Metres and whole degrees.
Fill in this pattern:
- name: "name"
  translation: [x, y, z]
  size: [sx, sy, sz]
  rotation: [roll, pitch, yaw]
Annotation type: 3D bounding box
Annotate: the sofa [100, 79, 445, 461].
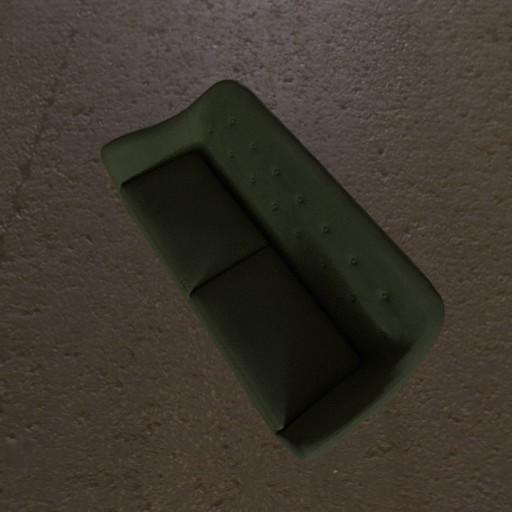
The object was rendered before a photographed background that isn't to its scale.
- name: "sofa"
  translation: [0.000, 0.000, 2.271]
  size: [0.820, 0.836, 1.840]
  rotation: [-31, 67, -15]
